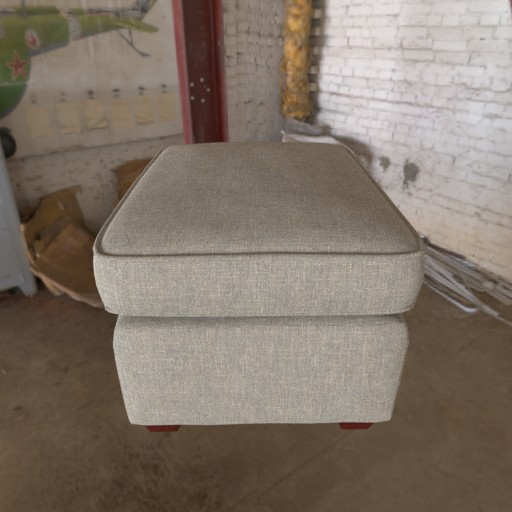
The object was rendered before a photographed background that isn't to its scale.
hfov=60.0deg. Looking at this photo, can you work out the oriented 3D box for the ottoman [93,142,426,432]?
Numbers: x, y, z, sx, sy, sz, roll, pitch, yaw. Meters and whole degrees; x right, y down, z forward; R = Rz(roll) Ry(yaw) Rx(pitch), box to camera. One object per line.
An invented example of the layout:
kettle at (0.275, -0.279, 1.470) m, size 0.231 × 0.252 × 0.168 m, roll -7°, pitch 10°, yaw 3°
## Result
ottoman at (0.000, 0.000, 1.097) m, size 0.559 × 0.457 × 0.762 m, roll 0°, pitch 27°, yaw -1°
